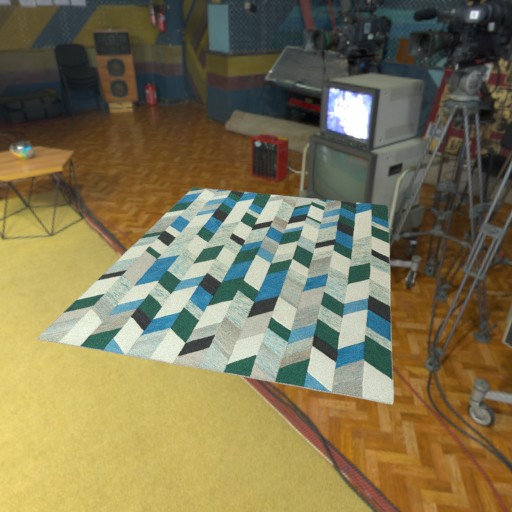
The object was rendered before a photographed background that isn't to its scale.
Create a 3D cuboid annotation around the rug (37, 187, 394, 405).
[{"bbox_3d":[0.000,0.000,4.149,2.440,0.008,3.036,7,31,12],"label":"rug"}]
